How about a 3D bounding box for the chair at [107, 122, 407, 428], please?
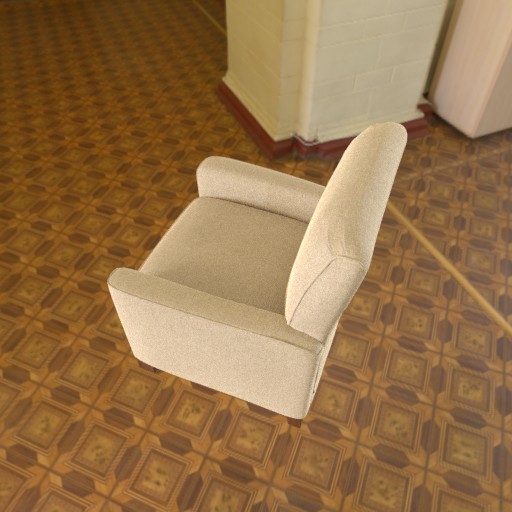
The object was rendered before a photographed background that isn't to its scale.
[{"bbox_3d":[0.000,0.000,1.734,0.859,1.023,0.845,16,49,14],"label":"chair"}]
